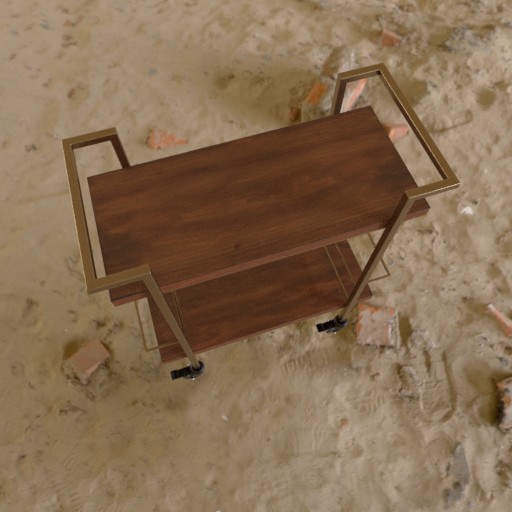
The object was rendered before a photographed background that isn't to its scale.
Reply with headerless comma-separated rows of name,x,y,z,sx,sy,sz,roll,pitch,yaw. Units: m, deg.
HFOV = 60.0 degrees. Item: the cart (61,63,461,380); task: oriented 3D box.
cart,0.000,0.000,1.195,0.695,0.807,0.364,-16,65,-8
